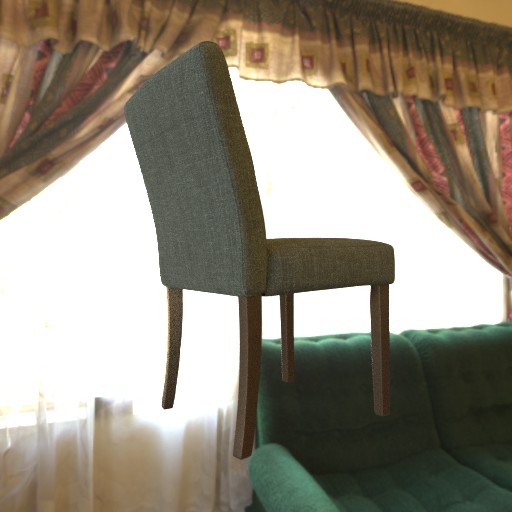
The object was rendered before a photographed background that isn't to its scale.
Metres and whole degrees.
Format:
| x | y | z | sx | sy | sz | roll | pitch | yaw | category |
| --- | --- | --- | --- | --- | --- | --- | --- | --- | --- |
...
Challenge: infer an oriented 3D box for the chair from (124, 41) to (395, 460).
| x | y | z | sx | sy | sz | roll | pitch | yaw | category |
| --- | --- | --- | --- | --- | --- | --- | --- | --- | --- |
| 0.000 | 0.000 | 1.234 | 0.629 | 0.884 | 0.487 | 0 | 0 | -36 | chair |
